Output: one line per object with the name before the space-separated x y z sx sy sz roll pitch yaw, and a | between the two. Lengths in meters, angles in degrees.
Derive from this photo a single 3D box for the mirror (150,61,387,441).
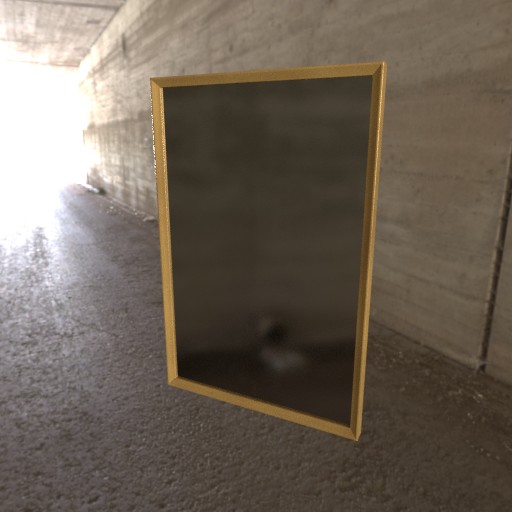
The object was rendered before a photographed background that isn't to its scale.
mirror | 0.000 0.000 1.181 0.609 0.915 0.041 7 17 25
